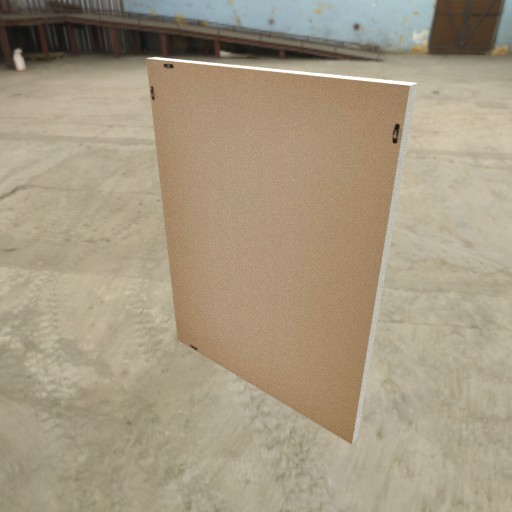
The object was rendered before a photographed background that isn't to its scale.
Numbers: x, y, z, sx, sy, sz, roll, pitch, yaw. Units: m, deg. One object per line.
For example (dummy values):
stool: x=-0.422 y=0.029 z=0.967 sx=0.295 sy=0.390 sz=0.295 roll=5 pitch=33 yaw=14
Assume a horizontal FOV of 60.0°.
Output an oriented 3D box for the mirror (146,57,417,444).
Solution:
mirror: x=0.000 y=0.000 z=1.295 sx=0.762 sy=1.016 sz=0.041 roll=22 pitch=36 yaw=33
